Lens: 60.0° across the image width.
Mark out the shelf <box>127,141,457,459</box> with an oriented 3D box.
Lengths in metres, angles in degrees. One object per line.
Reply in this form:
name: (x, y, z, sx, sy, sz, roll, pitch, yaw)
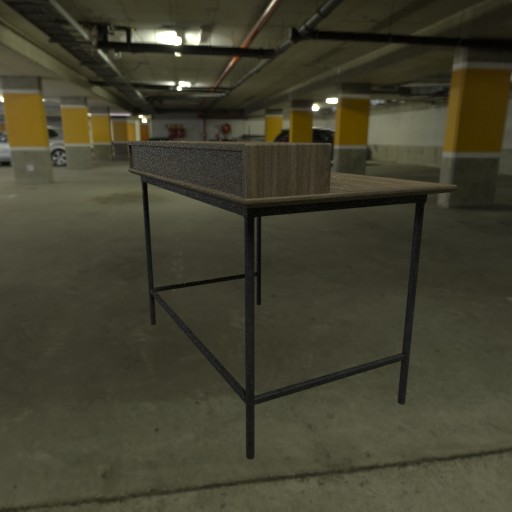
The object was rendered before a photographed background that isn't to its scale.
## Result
shelf: (0.000, 0.000, 1.731, 0.685, 0.865, 1.212, -8, 17, -26)
